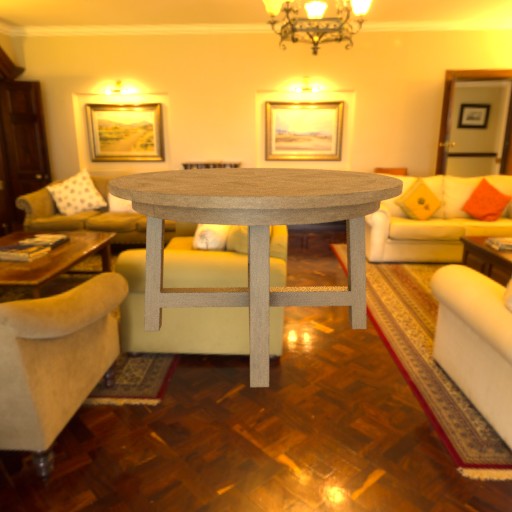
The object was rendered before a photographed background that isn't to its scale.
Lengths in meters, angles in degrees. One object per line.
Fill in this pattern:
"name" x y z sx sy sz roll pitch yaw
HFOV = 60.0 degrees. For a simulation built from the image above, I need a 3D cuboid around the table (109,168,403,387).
"table" 0.000 0.000 2.186 1.319 0.762 1.319 0 15 0
